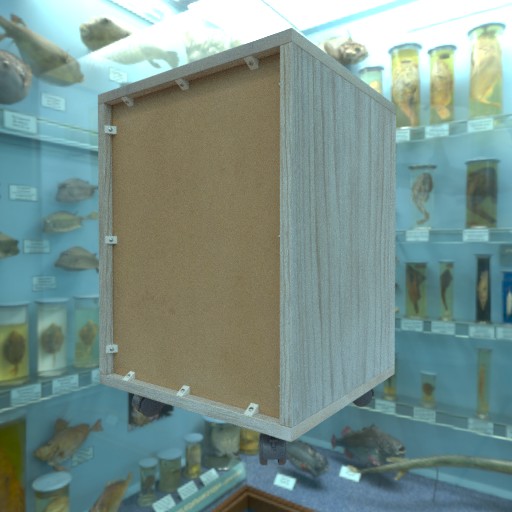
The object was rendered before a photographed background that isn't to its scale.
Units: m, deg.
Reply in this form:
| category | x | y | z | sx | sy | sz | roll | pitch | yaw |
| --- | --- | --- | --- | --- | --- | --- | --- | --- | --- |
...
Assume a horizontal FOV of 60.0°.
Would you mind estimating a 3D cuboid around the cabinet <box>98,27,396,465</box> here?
| category | x | y | z | sx | sy | sz | roll | pitch | yaw |
| --- | --- | --- | --- | --- | --- | --- | --- | --- | --- |
| cabinet | 0.000 | 0.000 | 0.838 | 0.409 | 0.579 | 0.401 | 1 | 1 | 37 |
